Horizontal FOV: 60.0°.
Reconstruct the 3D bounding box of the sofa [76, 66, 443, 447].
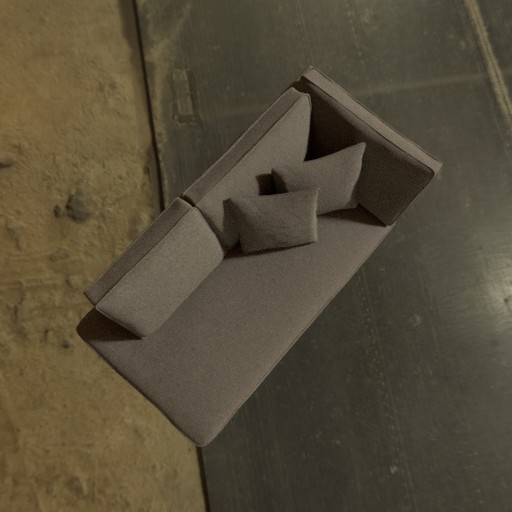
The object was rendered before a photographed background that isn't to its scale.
[{"bbox_3d":[0.000,0.000,2.866,1.110,1.033,2.237,41,80,9],"label":"sofa"}]
